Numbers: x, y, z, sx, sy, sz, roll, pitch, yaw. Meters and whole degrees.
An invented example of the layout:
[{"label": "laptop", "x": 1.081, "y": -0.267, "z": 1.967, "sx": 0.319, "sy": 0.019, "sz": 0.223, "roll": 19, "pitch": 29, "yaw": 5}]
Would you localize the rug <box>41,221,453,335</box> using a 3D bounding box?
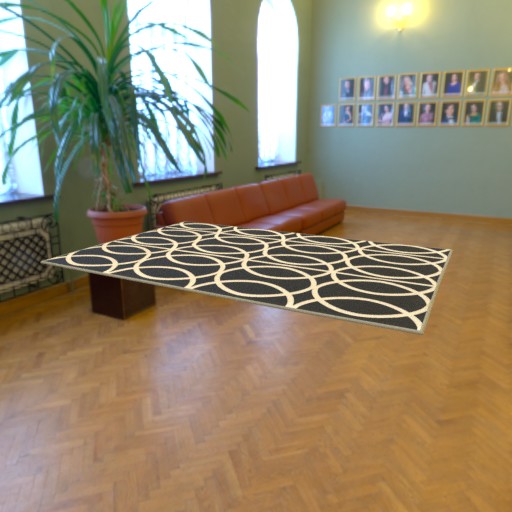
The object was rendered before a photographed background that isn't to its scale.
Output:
[{"label": "rug", "x": 0.000, "y": 0.000, "z": 2.933, "sx": 2.294, "sy": 0.014, "sz": 1.528, "roll": 8, "pitch": 17, "yaw": 26}]
